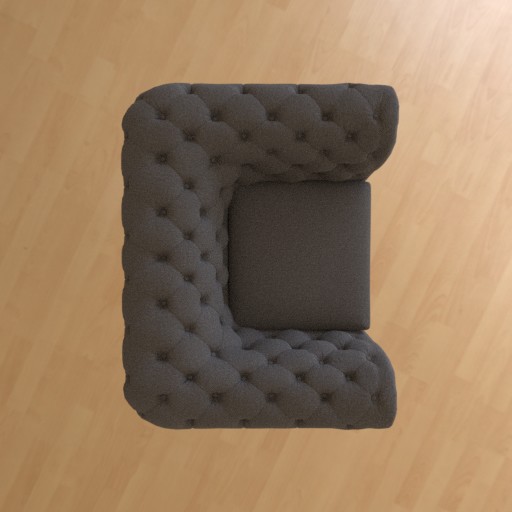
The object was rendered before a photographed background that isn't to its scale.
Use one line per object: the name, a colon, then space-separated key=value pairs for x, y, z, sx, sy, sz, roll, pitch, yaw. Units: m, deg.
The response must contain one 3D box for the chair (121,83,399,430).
chair: x=0.000 y=0.000 z=1.881 sx=0.976 sy=0.770 sz=1.270 roll=0 pitch=91 yaw=-1
